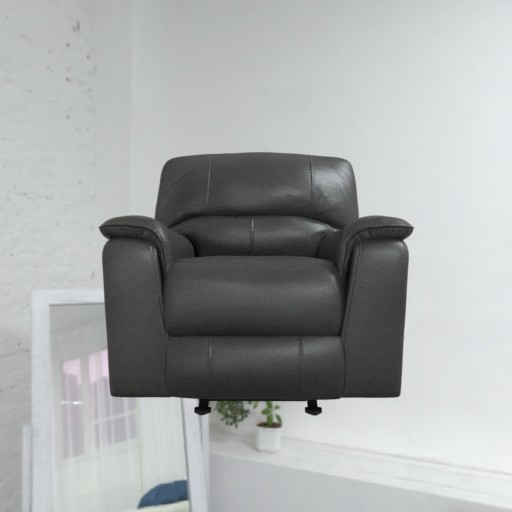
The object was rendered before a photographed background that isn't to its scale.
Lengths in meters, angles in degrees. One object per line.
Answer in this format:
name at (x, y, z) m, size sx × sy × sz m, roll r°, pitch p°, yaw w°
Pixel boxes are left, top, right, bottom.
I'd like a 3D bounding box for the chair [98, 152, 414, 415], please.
chair at (0.000, 0.000, 1.953) m, size 1.096 × 1.109 × 1.087 m, roll 0°, pitch -1°, yaw 0°
